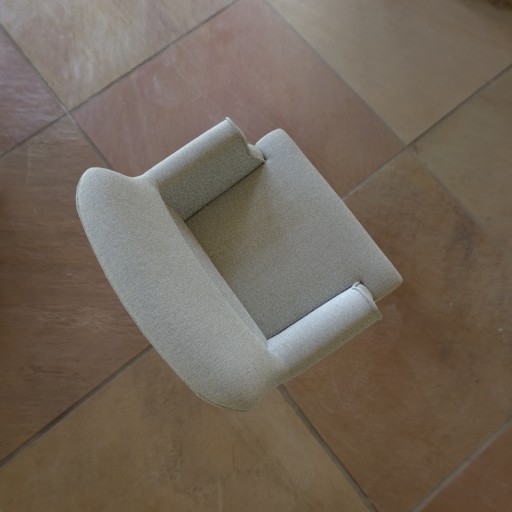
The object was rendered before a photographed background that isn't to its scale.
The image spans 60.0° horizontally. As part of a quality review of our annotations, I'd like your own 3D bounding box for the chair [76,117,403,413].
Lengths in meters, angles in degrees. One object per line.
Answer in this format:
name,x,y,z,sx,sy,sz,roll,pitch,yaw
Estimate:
chair,0.000,0.000,1.473,0.750,0.875,0.781,-35,79,-8
